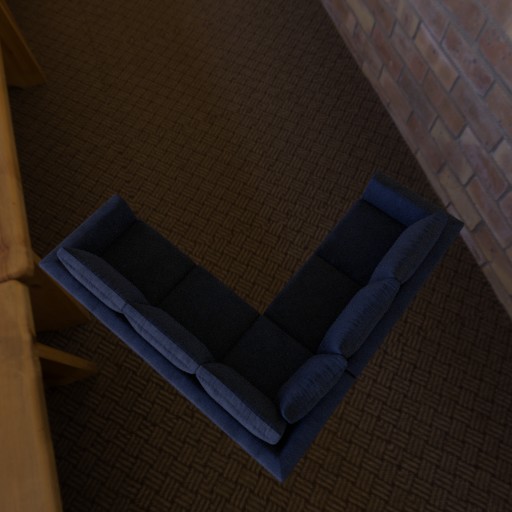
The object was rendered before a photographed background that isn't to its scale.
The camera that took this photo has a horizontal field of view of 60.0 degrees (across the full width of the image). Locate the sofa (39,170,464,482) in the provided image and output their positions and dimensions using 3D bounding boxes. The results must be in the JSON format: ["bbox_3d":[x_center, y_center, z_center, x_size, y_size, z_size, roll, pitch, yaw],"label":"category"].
[{"bbox_3d":[0.000,0.000,3.813,2.463,0.988,2.472,37,71,15],"label":"sofa"}]
